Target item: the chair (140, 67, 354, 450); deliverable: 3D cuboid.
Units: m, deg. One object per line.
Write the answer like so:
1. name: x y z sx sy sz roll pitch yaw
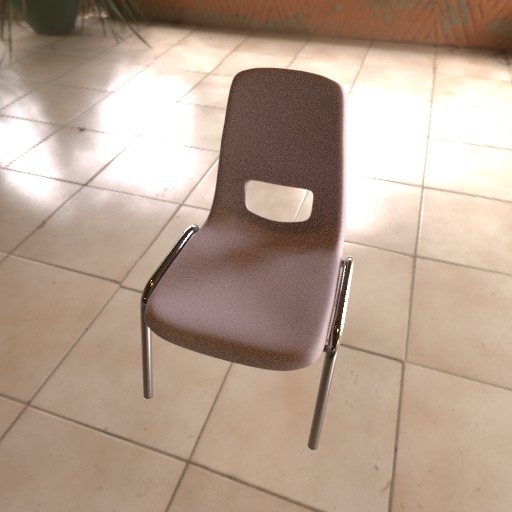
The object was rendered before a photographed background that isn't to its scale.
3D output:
1. chair: 0.000 0.000 0.800 0.354 0.536 0.385 12 44 13
